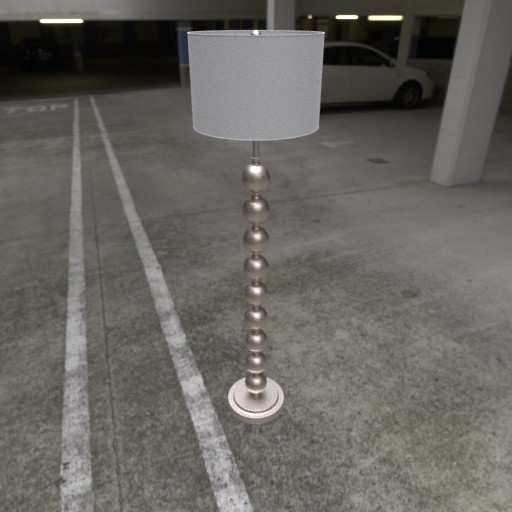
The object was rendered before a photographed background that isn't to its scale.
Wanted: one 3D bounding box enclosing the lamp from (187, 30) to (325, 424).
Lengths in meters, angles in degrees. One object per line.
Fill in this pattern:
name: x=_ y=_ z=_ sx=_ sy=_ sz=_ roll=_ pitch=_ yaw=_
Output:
lamp: x=0.000 y=0.000 z=1.621 sx=0.394 sy=1.474 sz=0.394 roll=-10 pitch=30 yaw=-18
